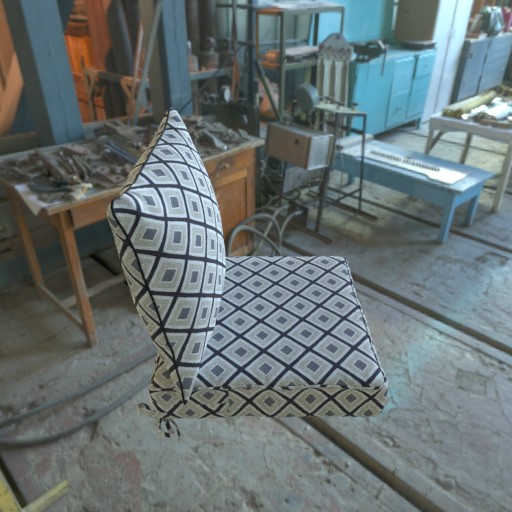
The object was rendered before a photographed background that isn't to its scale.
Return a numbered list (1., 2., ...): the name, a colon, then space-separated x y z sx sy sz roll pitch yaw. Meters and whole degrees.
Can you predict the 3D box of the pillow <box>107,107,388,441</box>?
1. pillow: 0.000 0.000 1.361 0.733 0.722 0.798 0 32 0
